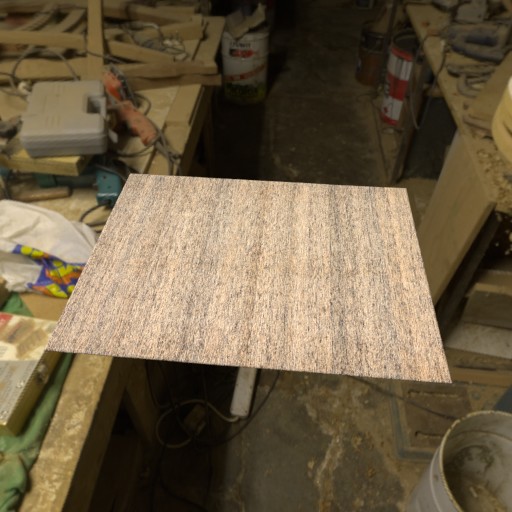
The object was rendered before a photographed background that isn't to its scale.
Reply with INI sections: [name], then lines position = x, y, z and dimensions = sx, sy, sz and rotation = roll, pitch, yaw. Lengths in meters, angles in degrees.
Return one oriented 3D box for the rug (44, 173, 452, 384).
[rug]
position = 0.000, 0.000, 4.288
dimensions = 3.199, 0.036, 2.414
rotation = 4, 46, 4
